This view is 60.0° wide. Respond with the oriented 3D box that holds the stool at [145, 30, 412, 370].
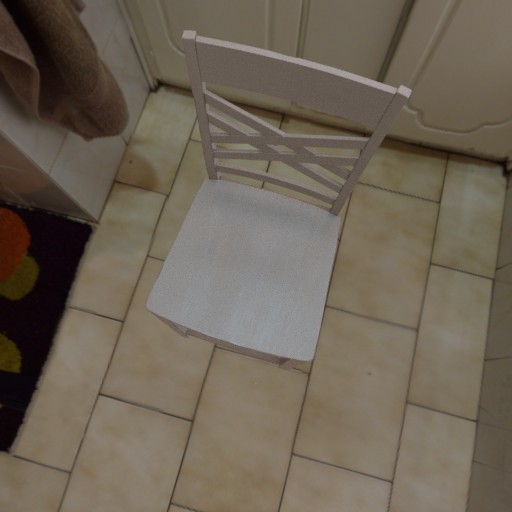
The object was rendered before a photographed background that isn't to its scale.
[{"bbox_3d":[0.000,0.000,1.308,0.462,1.079,0.539,17,75,5],"label":"stool"}]
